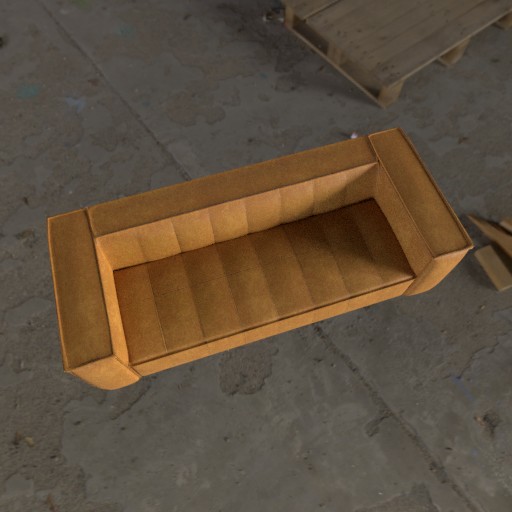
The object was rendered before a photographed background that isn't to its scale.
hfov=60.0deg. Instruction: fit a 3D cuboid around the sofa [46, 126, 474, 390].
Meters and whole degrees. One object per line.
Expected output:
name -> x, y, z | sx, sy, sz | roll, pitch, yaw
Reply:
sofa -> 0.000, 0.000, 3.112 | 2.581, 0.701, 1.102 | -16, 65, -8
